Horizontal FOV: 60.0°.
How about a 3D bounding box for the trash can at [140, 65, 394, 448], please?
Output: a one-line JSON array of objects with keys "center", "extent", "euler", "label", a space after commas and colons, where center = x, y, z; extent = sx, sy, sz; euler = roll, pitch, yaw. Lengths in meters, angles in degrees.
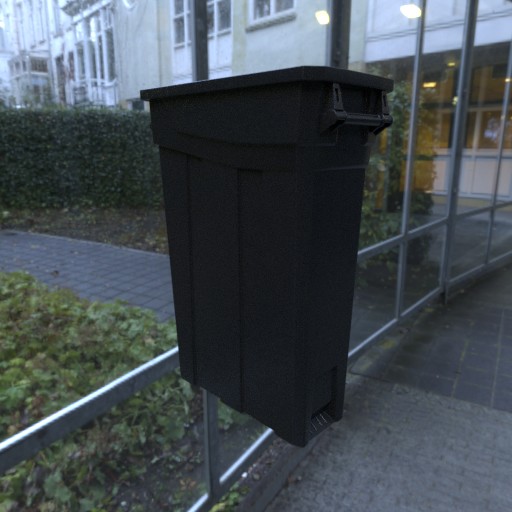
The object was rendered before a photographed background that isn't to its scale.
[{"center": [0.000, 0.000, 1.058], "extent": [0.559, 0.762, 0.281], "euler": [14, 20, 43], "label": "trash can"}]
